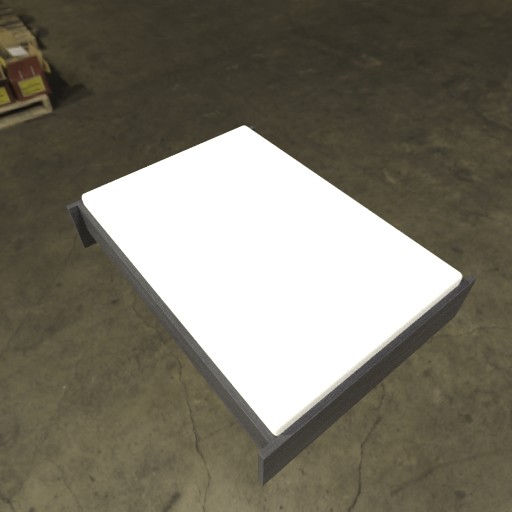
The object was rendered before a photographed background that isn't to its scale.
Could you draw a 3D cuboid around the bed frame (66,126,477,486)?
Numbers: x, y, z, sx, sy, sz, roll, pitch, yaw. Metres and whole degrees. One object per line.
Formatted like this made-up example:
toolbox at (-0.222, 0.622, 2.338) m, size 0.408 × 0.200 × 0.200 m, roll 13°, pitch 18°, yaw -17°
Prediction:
bed frame at (0.000, 0.000, 2.691) m, size 1.490 × 0.432 × 1.950 m, roll -31°, pitch 55°, yaw -25°
